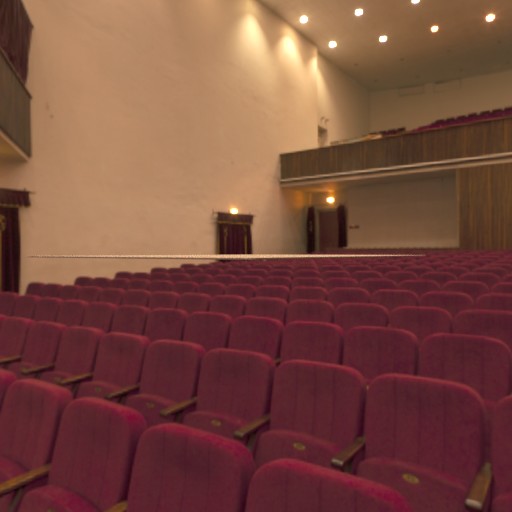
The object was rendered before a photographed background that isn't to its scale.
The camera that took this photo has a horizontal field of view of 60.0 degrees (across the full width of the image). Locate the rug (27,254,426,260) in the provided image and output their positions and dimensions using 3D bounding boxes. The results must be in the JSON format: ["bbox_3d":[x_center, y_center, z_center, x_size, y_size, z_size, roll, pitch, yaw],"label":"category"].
[{"bbox_3d":[0.000,0.000,2.953,1.593,0.008,2.238,0,1,36],"label":"rug"}]
